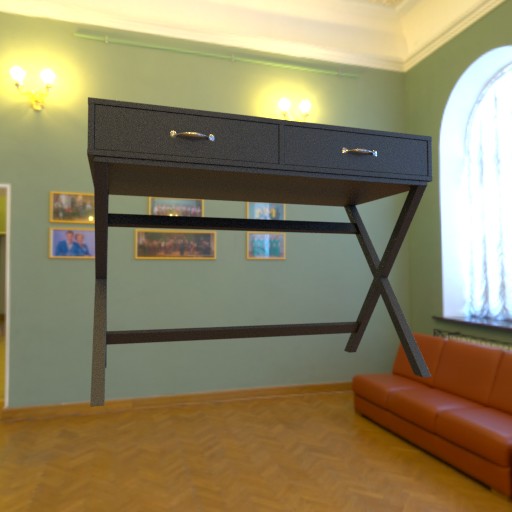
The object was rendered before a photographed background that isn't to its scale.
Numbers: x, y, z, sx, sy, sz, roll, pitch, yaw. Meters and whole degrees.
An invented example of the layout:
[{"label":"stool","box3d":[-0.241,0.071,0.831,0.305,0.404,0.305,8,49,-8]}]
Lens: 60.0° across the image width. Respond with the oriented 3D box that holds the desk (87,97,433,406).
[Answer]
[{"label":"desk","box3d":[0.000,0.000,1.507,1.057,0.780,0.525,1,-2,-18]}]
